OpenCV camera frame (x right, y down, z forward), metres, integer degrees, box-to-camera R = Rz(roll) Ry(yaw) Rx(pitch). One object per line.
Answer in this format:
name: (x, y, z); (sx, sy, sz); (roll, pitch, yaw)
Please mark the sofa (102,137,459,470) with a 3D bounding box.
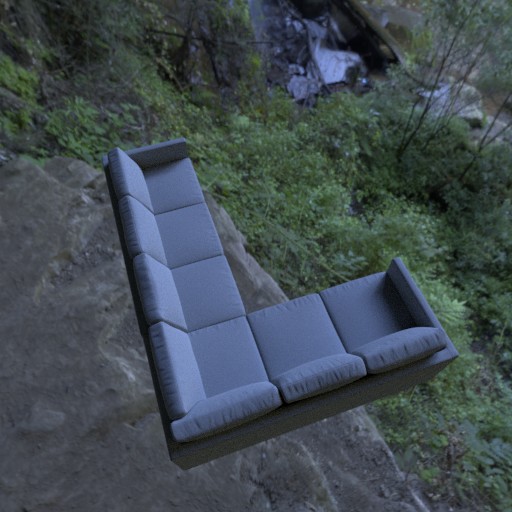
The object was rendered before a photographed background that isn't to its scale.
sofa: (0.000, 0.000, 4.390); (2.432, 0.871, 3.182); (-16, 60, -10)
